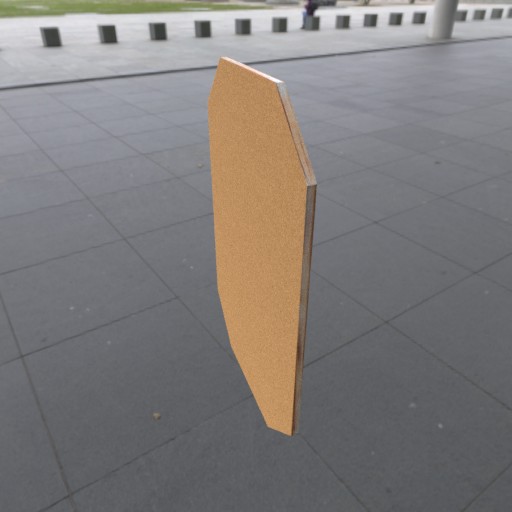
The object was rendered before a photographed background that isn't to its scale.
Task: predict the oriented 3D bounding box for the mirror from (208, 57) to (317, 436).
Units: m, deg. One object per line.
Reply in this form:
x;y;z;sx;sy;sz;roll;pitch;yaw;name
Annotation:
0.000;0.000;1.281;0.061;1.015;0.709;-11;33;-17;mirror
